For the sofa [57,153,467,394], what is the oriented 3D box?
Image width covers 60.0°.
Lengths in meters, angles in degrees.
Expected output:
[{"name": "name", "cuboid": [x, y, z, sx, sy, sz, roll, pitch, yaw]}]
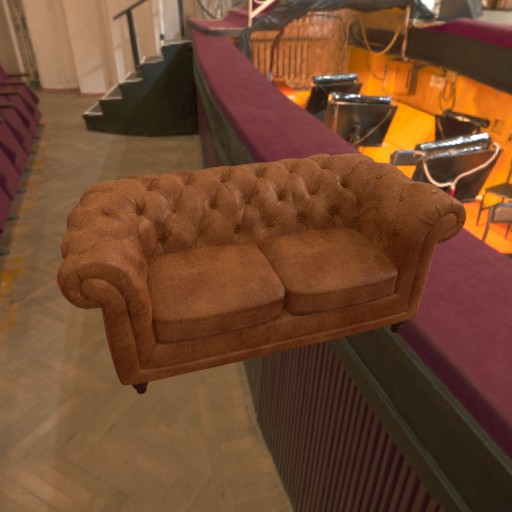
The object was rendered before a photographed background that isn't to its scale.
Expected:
[{"name": "sofa", "cuboid": [0.000, 0.000, 2.569, 1.979, 0.877, 1.042, -10, 33, -15]}]
